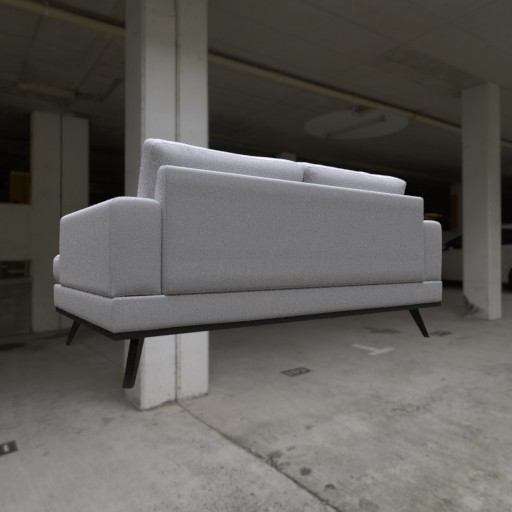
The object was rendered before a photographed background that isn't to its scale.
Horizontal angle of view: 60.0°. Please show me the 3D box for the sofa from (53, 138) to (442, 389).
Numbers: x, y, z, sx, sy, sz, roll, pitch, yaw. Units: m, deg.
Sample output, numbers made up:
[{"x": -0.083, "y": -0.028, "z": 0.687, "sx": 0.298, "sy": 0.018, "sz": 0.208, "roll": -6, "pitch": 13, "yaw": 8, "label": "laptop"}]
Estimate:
[{"x": 0.000, "y": 0.000, "z": 2.122, "sx": 1.650, "sy": 0.810, "sz": 0.920, "roll": 0, "pitch": 0, "yaw": -35, "label": "sofa"}]
